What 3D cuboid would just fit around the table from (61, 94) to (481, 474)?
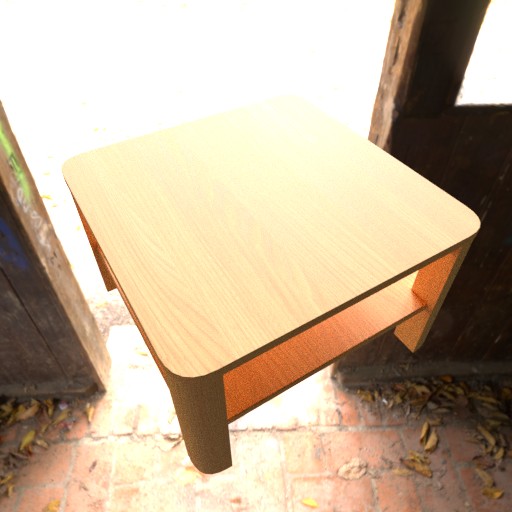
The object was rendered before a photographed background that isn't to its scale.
[{"bbox_3d":[0.000,0.000,1.210,0.750,0.450,0.750,-24,50,-21],"label":"table"}]
